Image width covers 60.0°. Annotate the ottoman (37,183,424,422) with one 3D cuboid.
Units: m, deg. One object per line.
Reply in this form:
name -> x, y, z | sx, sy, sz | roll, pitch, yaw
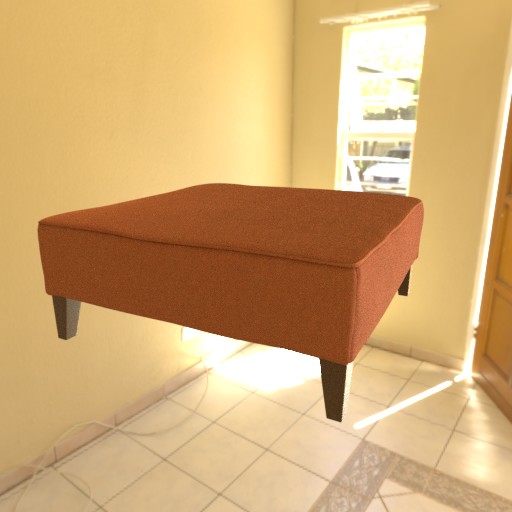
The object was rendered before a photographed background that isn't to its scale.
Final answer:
ottoman -> 0.000, 0.000, 1.573 | 0.999, 0.438, 0.997 | 8, 18, 26
